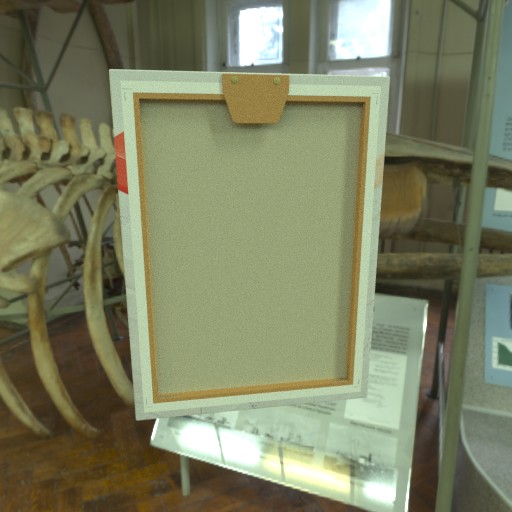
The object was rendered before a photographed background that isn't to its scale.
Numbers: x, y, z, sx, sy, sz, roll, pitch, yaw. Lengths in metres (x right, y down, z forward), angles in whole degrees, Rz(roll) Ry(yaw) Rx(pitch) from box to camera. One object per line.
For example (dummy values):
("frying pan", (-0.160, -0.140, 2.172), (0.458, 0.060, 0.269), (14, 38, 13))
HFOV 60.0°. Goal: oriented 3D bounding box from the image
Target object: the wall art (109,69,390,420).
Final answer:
("wall art", (0.000, 0.000, 1.321), (0.759, 1.014, 0.045), (-2, 15, -9))
